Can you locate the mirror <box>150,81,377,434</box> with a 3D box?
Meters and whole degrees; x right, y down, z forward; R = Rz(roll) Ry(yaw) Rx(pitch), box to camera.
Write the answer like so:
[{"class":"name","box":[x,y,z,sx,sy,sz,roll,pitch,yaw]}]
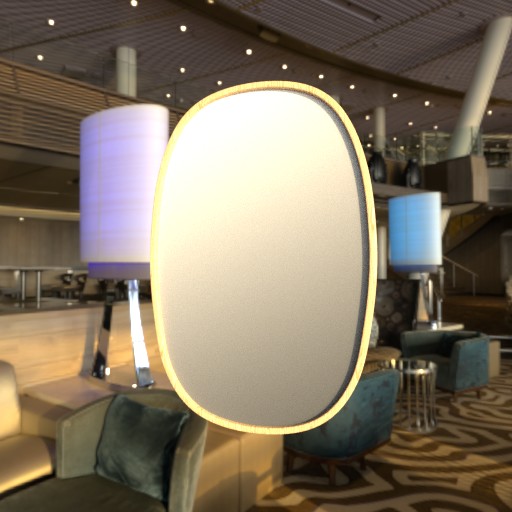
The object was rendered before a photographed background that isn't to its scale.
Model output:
[{"class":"mirror","box":[0.000,0.000,1.374,0.724,1.075,0.037,-1,-2,17]}]
